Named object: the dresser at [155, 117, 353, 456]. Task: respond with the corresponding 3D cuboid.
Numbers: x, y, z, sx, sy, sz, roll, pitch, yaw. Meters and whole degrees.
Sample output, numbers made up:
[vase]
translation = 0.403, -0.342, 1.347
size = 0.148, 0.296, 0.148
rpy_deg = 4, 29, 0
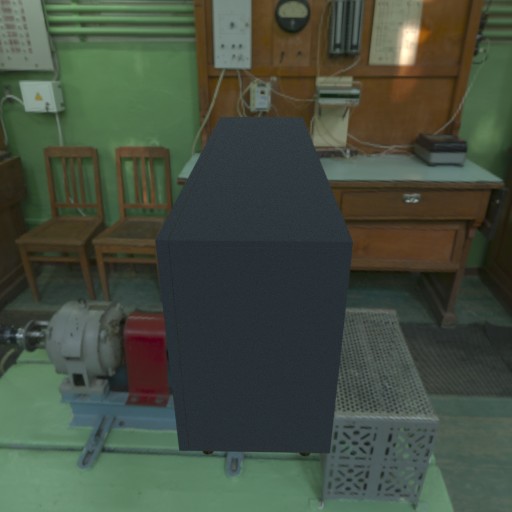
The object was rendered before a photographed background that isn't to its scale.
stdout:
[dresser]
translation = 0.000, 0.000, 1.874
size = 0.463, 0.872, 1.558
rpy_deg = 1, 27, 1
